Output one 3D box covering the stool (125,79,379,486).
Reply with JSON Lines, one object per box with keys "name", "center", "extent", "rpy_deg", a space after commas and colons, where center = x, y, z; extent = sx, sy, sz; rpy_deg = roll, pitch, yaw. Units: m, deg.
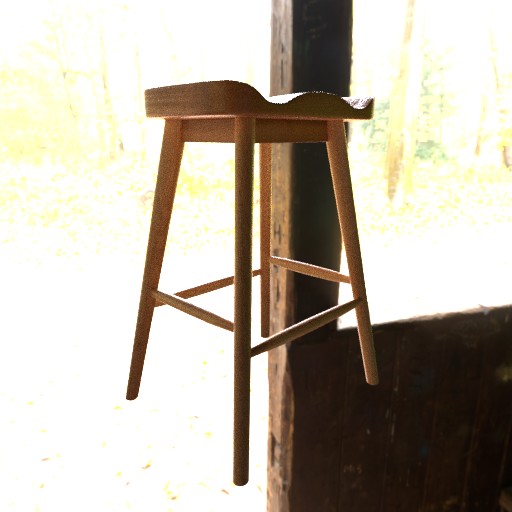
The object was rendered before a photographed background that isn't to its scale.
{"name": "stool", "center": [0.000, 0.000, 0.890], "extent": [0.361, 0.615, 0.440], "rpy_deg": [15, 21, 42]}
